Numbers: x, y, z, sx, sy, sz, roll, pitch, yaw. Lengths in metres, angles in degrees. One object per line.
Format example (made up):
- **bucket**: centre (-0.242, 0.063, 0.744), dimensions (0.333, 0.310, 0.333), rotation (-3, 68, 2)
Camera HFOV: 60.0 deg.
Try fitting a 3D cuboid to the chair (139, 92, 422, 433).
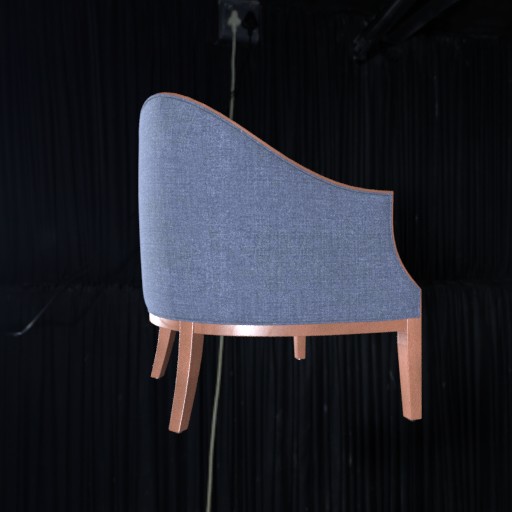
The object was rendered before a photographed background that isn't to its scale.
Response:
- **chair**: centre (0.000, 0.000, 1.437), dimensions (0.735, 0.876, 0.803), rotation (0, 0, -18)
